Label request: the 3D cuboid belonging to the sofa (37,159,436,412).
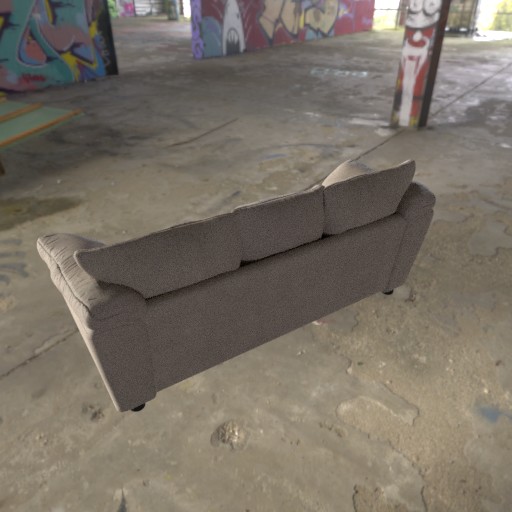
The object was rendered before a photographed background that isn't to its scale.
[{"bbox_3d":[0.000,0.000,2.792,2.334,0.996,0.878,-19,36,-27],"label":"sofa"}]
